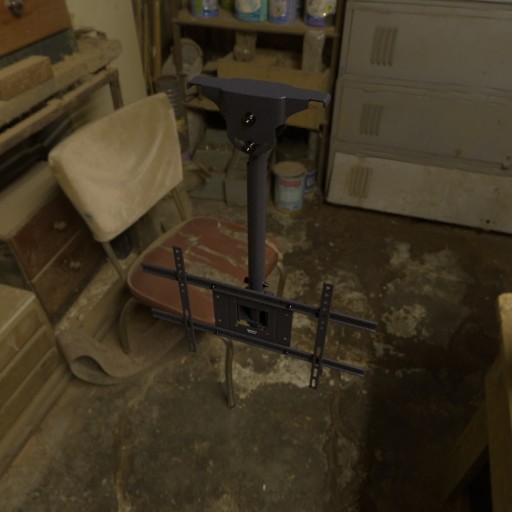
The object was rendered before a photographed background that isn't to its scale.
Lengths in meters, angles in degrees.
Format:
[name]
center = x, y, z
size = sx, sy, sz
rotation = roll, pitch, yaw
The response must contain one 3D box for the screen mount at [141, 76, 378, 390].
[screen mount]
center = 0.000, 0.000, 1.027
size = 0.595, 0.775, 0.090
rotation = 13, 43, 15
